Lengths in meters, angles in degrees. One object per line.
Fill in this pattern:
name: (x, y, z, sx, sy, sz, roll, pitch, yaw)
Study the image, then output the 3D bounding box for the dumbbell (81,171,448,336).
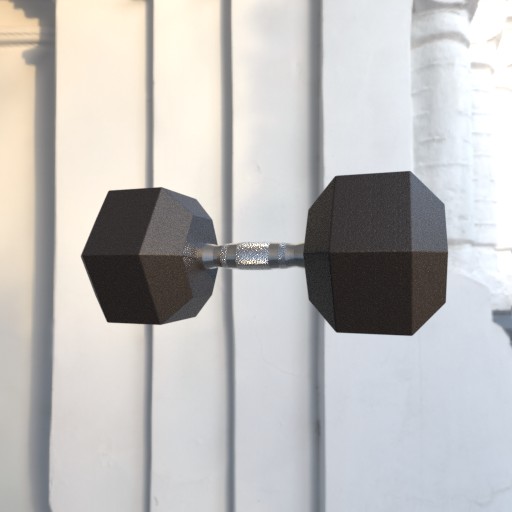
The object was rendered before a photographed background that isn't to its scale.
dumbbell: (0.000, 0.000, 0.493, 0.384, 0.150, 0.173, -1, -2, 18)
